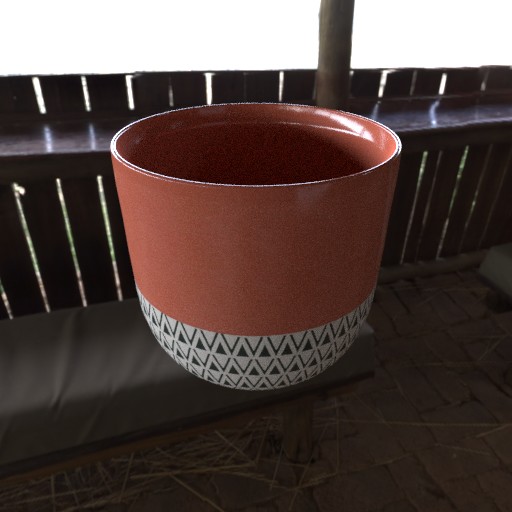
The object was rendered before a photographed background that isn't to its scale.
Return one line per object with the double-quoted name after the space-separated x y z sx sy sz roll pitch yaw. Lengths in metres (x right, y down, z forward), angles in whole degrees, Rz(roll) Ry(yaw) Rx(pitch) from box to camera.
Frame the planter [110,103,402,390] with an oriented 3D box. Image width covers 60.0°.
0.000 0.000 0.488 0.266 0.270 0.266 0 31 0 "planter"
